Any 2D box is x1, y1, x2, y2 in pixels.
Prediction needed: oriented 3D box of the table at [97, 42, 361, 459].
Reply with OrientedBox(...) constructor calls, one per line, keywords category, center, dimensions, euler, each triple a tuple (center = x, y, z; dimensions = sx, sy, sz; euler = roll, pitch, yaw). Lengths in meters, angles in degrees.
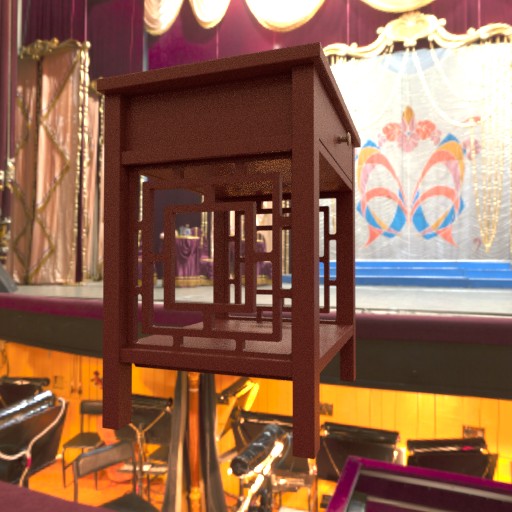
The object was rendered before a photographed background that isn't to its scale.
OrientedBox(category="table", center=(0.000, 0.000, 1.069), dimensions=(0.451, 0.686, 0.599), euler=(0, -1, 19))
